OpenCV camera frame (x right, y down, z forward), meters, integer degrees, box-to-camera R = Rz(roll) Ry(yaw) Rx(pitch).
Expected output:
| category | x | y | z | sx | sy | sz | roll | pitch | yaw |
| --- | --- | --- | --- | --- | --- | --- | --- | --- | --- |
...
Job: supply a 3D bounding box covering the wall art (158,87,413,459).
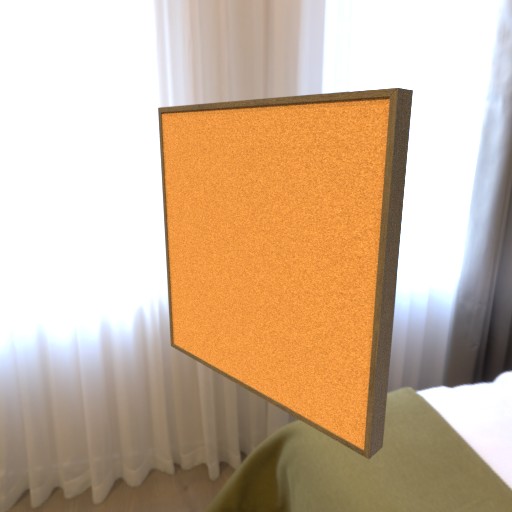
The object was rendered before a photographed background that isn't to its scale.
| category | x | y | z | sx | sy | sz | roll | pitch | yaw |
| --- | --- | --- | --- | --- | --- | --- | --- | --- | --- |
| wall art | 0.000 | 0.000 | 0.765 | 0.037 | 0.507 | 0.507 | -14 | 21 | -43 |
